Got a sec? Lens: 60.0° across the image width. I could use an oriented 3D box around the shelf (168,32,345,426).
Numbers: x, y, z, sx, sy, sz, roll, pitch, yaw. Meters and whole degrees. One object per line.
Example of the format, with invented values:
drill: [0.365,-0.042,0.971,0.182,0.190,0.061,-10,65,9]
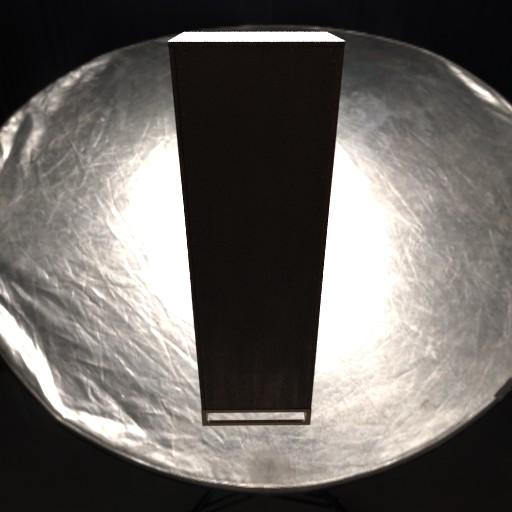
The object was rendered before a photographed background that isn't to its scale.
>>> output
shelf: [0.000,0.000,1.942,0.539,1.732,0.395,0,30,-1]
